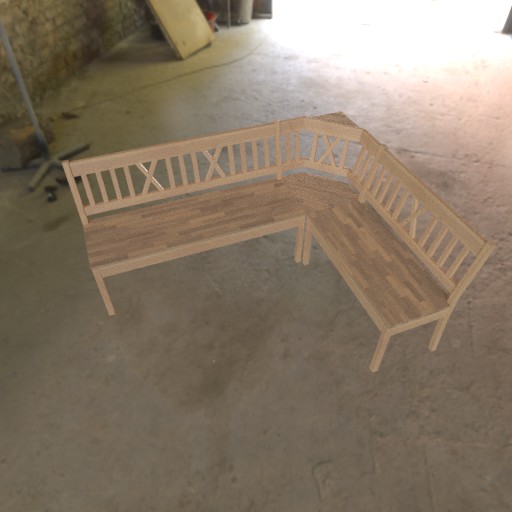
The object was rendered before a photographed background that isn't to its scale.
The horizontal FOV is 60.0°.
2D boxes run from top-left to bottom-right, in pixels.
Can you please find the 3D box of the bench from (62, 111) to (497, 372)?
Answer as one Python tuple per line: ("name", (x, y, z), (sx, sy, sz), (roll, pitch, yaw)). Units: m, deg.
("bench", (0.000, 0.000, 2.749), (1.937, 0.902, 1.537), (-15, 47, -15))
